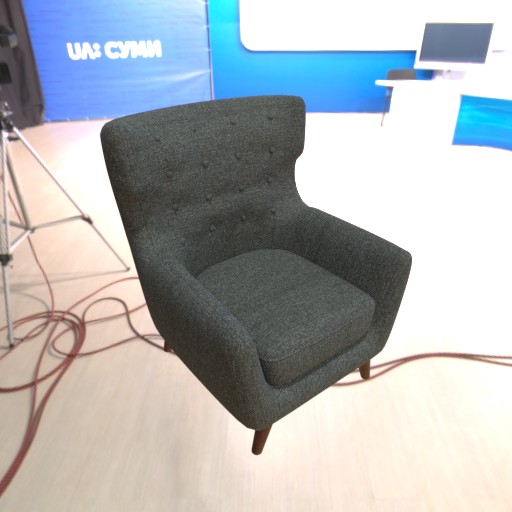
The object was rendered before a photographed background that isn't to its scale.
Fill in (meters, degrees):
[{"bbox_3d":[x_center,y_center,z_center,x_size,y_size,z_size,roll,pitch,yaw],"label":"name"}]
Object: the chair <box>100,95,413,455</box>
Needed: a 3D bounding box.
[{"bbox_3d":[0.000,0.000,1.768,0.878,1.063,0.904,-21,36,-32],"label":"chair"}]
